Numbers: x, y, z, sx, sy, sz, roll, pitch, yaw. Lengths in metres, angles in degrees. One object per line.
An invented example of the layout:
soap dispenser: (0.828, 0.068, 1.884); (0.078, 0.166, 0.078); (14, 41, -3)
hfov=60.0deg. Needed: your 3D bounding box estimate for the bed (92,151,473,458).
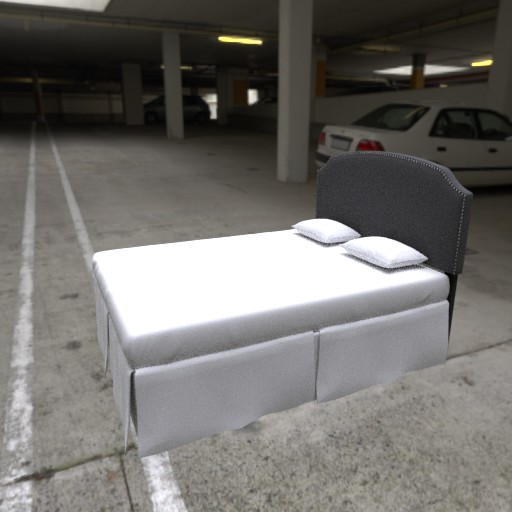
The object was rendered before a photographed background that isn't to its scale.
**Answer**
bed: (0.000, 0.000, 2.868); (1.999, 1.270, 1.558); (-8, 18, -24)
